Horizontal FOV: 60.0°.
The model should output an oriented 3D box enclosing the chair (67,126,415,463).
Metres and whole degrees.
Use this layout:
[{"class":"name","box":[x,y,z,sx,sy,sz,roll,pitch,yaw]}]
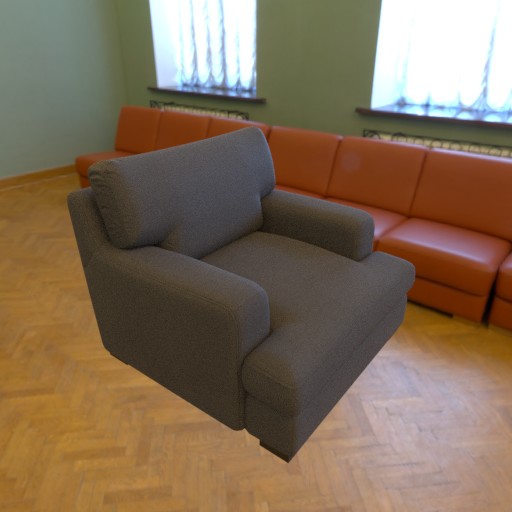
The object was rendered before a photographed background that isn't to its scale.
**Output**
[{"class":"chair","box":[0.000,0.000,2.018,1.143,0.940,1.168,19,32,33]}]
